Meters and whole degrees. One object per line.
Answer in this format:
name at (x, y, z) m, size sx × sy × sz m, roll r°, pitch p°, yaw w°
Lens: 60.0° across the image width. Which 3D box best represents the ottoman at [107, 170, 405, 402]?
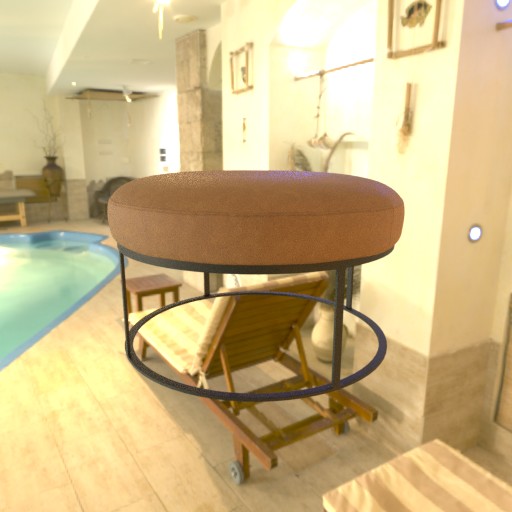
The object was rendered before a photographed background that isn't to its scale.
ottoman at (0.000, 0.000, 1.241) m, size 0.771 × 0.460 × 0.771 m, roll 0°, pitch 13°, yaw 0°
